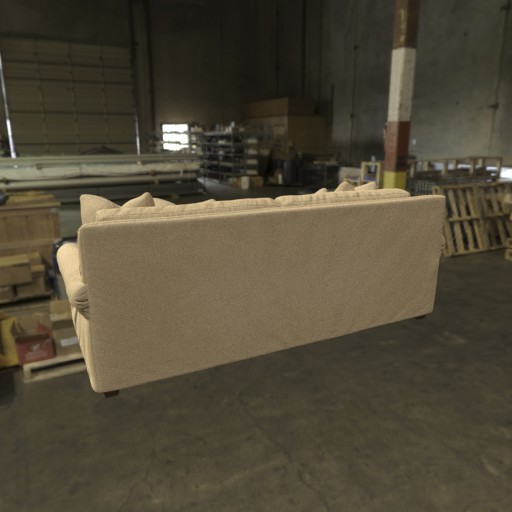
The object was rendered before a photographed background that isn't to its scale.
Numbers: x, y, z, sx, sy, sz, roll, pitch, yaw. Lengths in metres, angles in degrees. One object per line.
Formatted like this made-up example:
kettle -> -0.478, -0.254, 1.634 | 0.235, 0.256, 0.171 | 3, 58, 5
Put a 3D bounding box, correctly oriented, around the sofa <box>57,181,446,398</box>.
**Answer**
sofa -> 0.000, 0.000, 2.824 | 2.285, 0.904, 1.067 | -8, 17, -26
